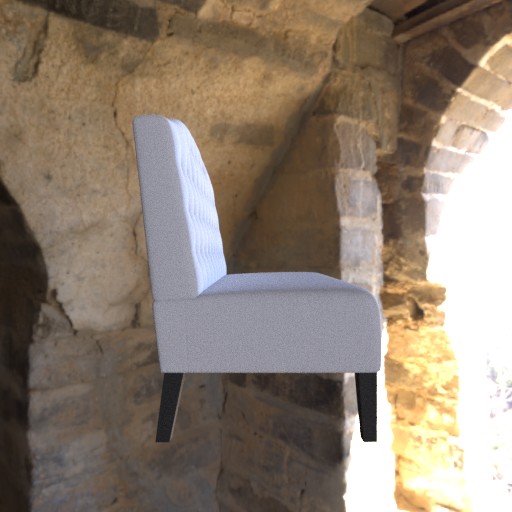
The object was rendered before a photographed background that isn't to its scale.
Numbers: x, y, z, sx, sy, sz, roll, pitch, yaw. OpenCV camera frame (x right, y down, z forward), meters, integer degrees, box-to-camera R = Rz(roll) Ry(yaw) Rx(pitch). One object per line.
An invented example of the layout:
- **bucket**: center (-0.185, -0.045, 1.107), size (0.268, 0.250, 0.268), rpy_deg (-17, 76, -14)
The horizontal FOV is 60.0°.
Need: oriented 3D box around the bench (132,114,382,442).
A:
- **bench**: center (0.000, 0.000, 2.054), size (0.815, 1.180, 1.335), rpy_deg (0, 0, 0)
